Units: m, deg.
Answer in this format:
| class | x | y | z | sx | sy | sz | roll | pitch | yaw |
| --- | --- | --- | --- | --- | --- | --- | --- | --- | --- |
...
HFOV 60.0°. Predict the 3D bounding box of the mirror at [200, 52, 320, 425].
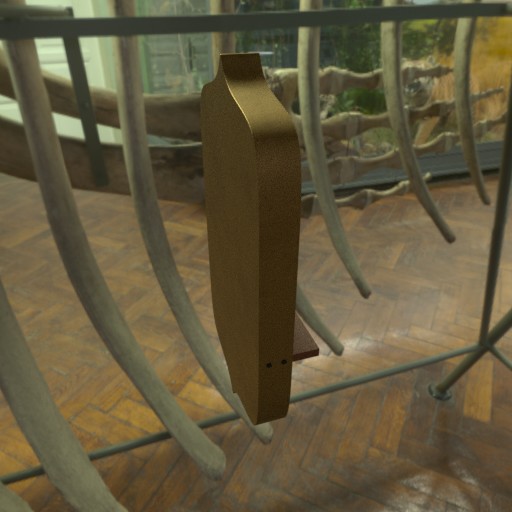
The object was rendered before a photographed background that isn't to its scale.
| class | x | y | z | sx | sy | sz | roll | pitch | yaw |
| --- | --- | --- | --- | --- | --- | --- | --- | --- | --- |
| mirror | 0.000 | 0.000 | 0.731 | 0.096 | 0.613 | 0.323 | -9 | 32 | -15 |
